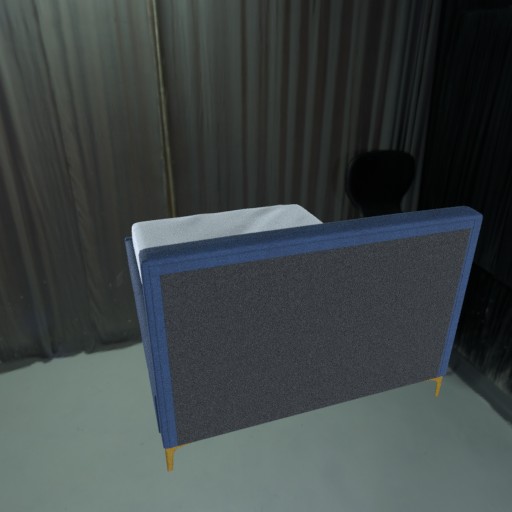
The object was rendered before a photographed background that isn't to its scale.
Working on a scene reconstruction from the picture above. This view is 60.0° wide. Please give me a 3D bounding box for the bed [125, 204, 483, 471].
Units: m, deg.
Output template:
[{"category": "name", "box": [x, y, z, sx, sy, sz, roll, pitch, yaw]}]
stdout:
[{"category": "bed", "box": [0.000, 0.000, 3.167, 1.723, 1.231, 2.172, -8, 27, -17]}]
